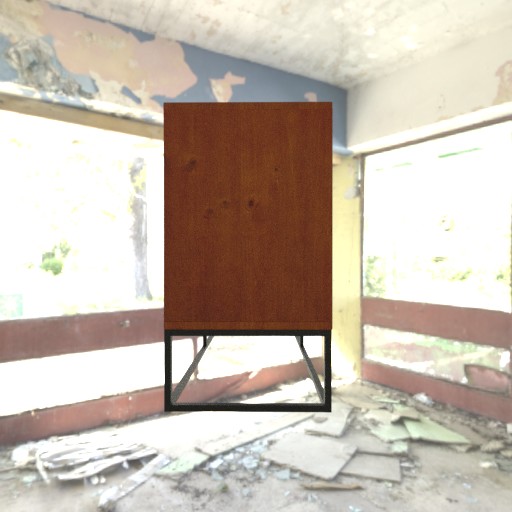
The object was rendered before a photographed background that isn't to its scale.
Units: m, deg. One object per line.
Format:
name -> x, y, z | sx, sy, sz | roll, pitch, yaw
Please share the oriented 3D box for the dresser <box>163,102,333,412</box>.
dresser -> 0.000, 0.000, 1.923 | 0.464, 0.810, 1.536 | 0, 0, 1
